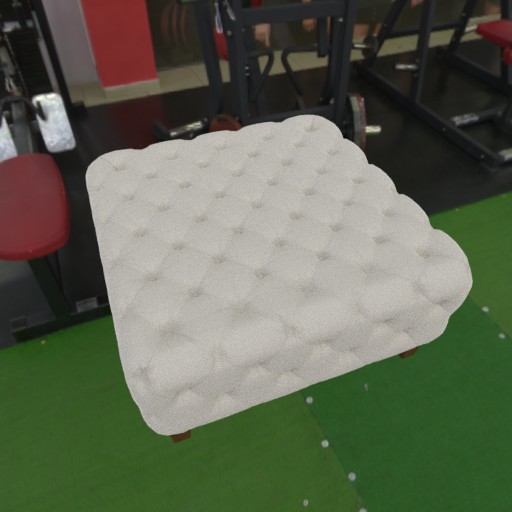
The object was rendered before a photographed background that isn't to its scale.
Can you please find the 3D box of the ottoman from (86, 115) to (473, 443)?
[{"bbox_3d":[0.000,0.000,1.187,0.753,0.376,0.755,-15,47,-15],"label":"ottoman"}]
